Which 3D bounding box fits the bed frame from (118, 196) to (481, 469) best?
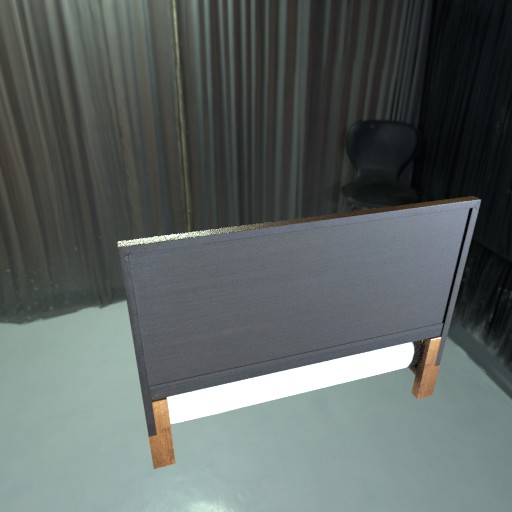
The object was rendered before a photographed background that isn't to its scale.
[{"bbox_3d":[0.000,0.000,3.601,2.038,1.537,2.235,-8,29,-16],"label":"bed frame"}]
